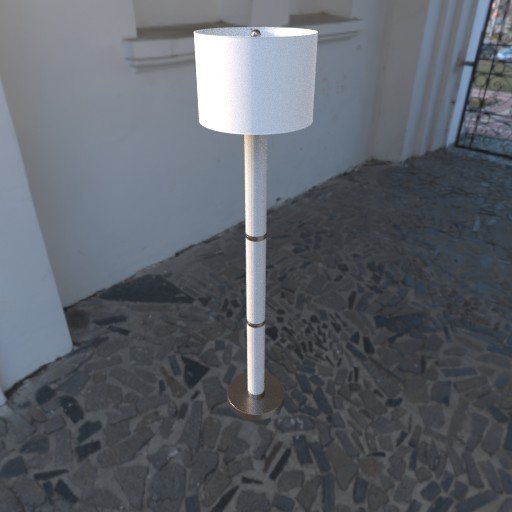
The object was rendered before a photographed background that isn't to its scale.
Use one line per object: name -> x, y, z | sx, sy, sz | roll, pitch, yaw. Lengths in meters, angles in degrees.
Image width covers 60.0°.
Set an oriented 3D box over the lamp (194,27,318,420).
lamp -> 0.000, 0.000, 1.752 | 0.377, 1.599, 0.377 | -20, 36, -29
